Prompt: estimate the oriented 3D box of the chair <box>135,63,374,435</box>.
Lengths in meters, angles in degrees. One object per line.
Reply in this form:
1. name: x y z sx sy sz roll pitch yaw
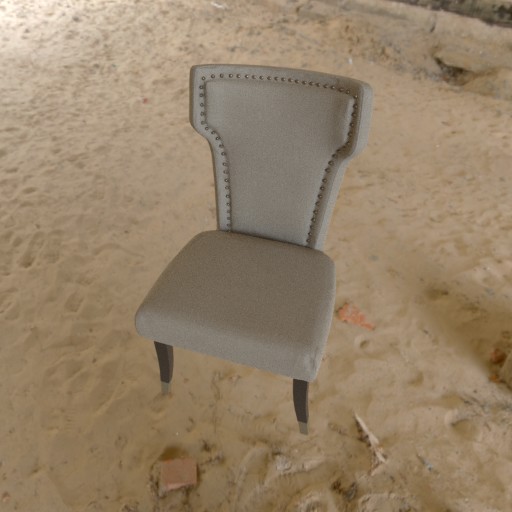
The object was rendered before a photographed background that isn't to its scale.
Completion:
1. chair: 0.000 0.000 1.348 0.526 0.955 0.630 12 43 13
